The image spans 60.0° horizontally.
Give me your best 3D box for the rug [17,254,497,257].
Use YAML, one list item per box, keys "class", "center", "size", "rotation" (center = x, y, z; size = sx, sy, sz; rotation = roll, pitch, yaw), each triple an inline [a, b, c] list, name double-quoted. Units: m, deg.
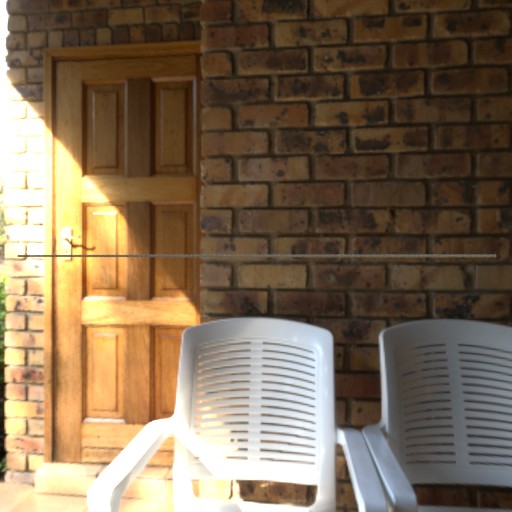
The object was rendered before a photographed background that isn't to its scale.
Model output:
- class: "rug"
  center: [0.000, 0.000, 2.449]
  size: [2.297, 0.013, 0.661]
  rotation: [0, 0, 1]
